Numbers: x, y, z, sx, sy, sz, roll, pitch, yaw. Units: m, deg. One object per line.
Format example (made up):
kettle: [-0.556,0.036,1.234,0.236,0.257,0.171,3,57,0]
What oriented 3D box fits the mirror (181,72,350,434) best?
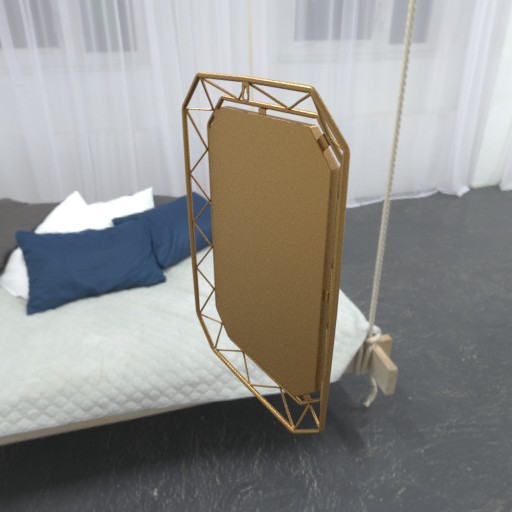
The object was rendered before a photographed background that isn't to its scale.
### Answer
mirror: [0.000,0.000,0.747,0.042,0.566,0.417,-17,31,-31]
